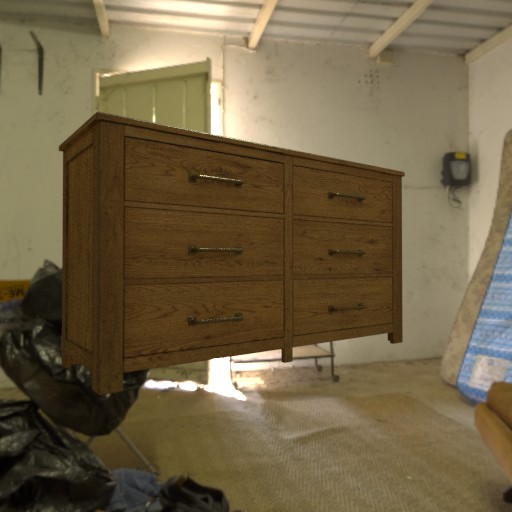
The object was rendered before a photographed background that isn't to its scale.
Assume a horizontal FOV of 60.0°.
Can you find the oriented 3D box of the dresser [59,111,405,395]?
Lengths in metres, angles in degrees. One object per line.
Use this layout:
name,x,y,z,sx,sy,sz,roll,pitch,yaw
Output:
dresser,0.000,0.000,2.132,1.657,0.932,0.563,1,-1,-36
